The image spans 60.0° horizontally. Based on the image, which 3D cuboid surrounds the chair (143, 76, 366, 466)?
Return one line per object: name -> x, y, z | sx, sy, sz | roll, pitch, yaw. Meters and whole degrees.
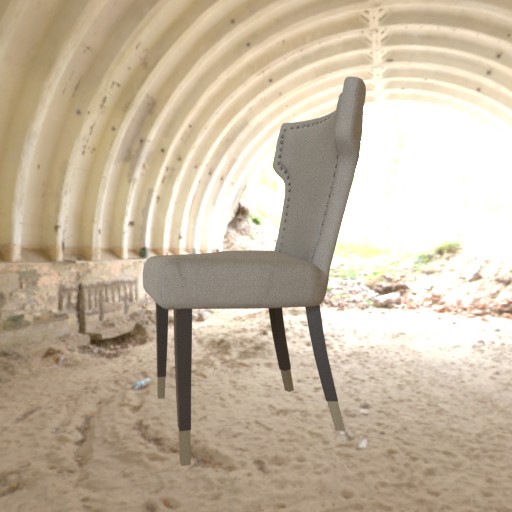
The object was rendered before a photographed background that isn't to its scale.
chair -> 0.000, 0.000, 1.332 | 0.630, 0.955, 0.526 | 0, 0, -18
